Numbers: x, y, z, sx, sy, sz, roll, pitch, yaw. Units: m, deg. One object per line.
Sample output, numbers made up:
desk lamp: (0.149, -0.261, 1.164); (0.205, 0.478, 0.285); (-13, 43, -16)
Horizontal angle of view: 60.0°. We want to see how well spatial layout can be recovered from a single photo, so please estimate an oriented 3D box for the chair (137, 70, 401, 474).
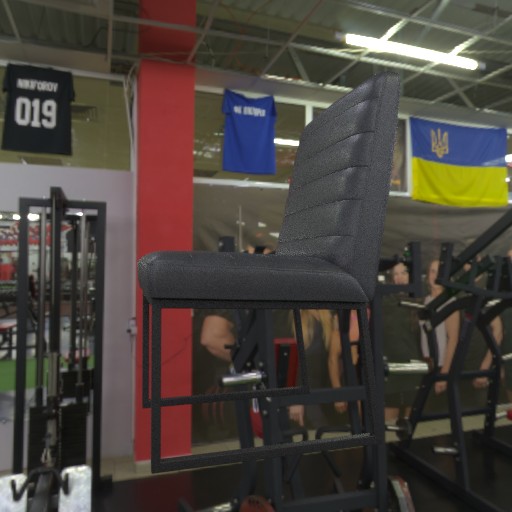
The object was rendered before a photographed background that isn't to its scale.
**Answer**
chair: (0.000, 0.000, 1.248); (0.634, 0.930, 0.520); (0, -1, -17)
